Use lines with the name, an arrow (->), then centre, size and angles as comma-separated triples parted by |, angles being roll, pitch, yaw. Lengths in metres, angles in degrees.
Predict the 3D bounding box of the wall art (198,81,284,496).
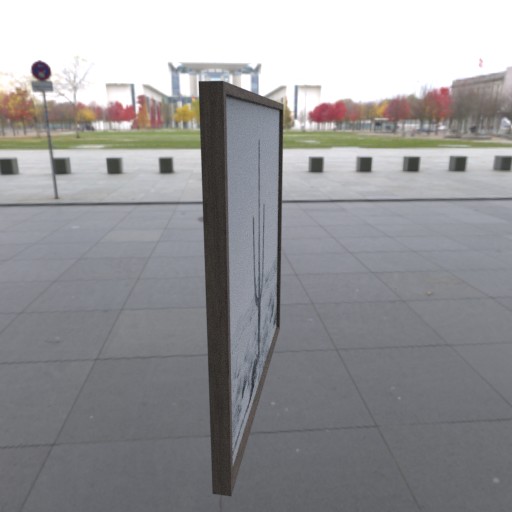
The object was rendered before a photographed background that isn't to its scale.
wall art -> 0.000, 0.000, 1.125 | 0.038, 0.762, 0.762 | 3, 17, 10
